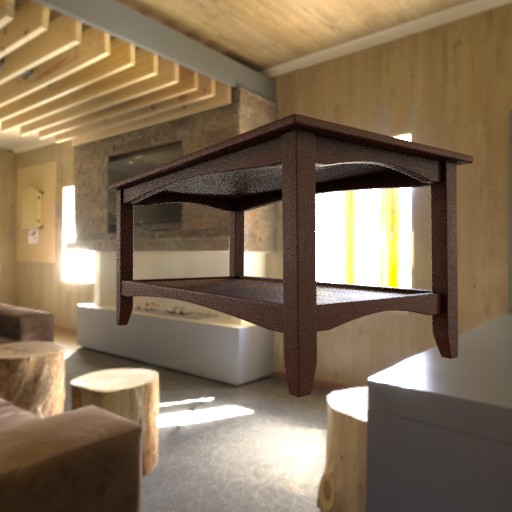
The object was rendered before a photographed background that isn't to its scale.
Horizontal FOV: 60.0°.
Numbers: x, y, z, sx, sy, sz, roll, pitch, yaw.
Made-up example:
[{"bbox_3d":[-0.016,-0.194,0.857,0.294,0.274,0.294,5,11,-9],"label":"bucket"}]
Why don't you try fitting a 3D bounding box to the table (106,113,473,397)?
[{"bbox_3d":[0.000,0.000,1.229,0.533,0.456,0.943,0,1,-36],"label":"table"}]
